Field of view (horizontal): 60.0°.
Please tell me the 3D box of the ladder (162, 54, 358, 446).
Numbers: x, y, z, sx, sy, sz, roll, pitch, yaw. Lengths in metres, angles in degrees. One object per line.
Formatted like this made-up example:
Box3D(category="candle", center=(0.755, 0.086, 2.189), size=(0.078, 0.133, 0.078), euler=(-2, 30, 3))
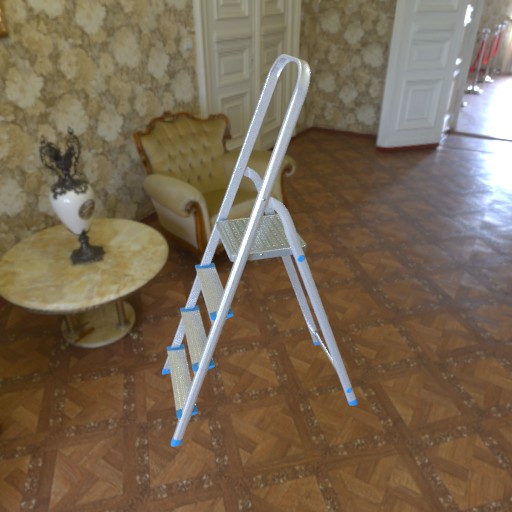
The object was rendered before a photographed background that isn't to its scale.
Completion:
Box3D(category="ladder", center=(0.000, 0.000, 1.742), size=(0.842, 1.434, 0.445), euler=(-8, 31, -13))
